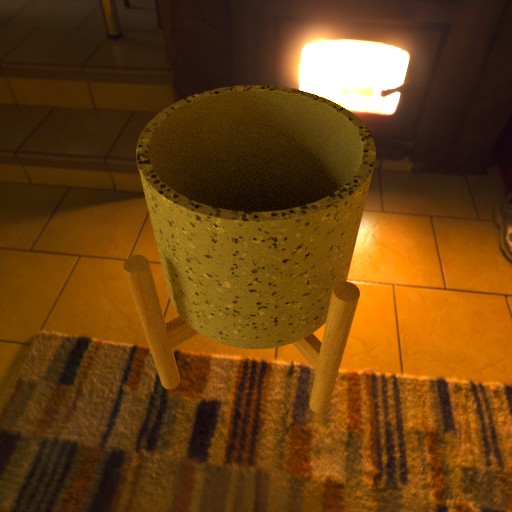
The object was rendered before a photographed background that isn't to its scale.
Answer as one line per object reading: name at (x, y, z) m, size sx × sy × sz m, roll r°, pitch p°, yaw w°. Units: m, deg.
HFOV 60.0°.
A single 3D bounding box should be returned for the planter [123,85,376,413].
planter at (0.000, 0.000, 0.535) m, size 0.284 × 0.320 × 0.284 m, roll -10°, pitch 48°, yaw -9°
